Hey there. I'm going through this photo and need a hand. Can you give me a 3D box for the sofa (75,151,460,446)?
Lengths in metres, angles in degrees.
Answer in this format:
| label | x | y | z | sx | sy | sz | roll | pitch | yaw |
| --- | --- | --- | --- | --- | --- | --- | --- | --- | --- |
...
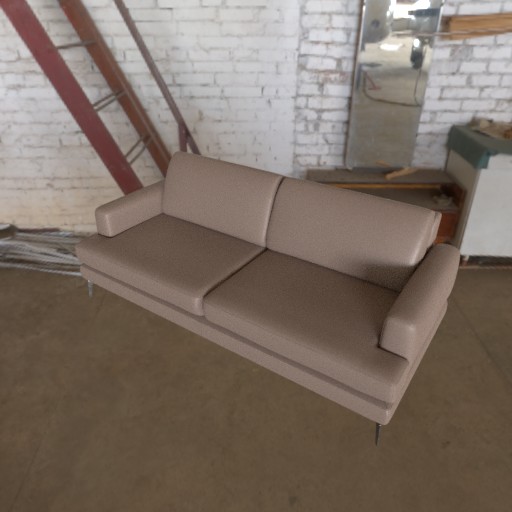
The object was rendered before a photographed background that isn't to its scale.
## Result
| label | x | y | z | sx | sy | sz | roll | pitch | yaw |
| --- | --- | --- | --- | --- | --- | --- | --- | --- | --- |
| sofa | 0.000 | 0.000 | 2.446 | 1.940 | 0.765 | 0.974 | 19 | 36 | 29 |
